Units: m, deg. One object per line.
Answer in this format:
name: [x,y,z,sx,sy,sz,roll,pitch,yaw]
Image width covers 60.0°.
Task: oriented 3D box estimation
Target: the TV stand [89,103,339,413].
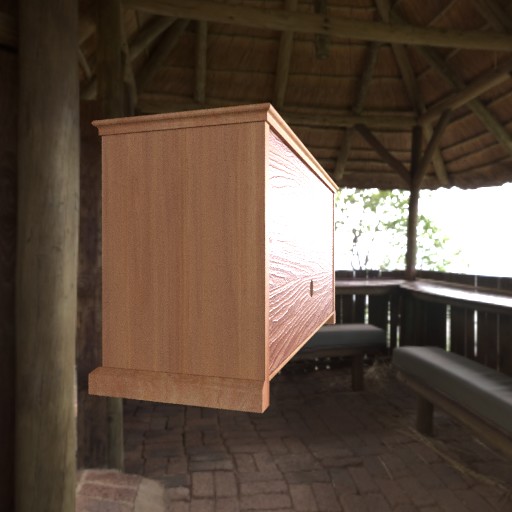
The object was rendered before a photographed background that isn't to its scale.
TV stand: [0.000,0.000,1.487,0.417,0.607,1.181,0,0,17]
